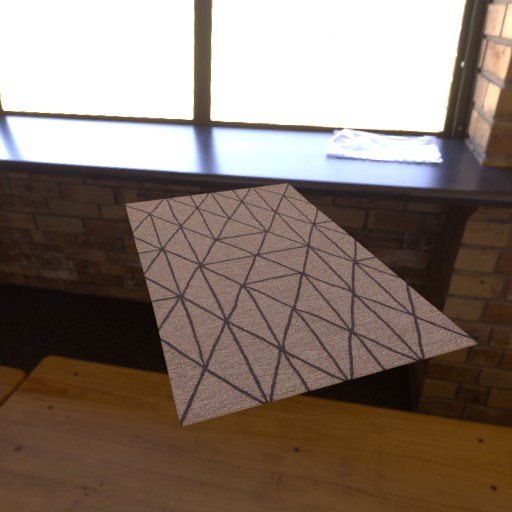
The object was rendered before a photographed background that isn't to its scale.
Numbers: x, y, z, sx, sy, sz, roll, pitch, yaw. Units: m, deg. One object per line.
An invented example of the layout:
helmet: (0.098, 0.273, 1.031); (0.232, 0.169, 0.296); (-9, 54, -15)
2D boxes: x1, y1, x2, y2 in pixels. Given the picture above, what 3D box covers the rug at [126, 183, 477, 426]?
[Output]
rug: (0.000, 0.000, 3.051); (1.526, 0.008, 2.465); (-10, 31, -17)
